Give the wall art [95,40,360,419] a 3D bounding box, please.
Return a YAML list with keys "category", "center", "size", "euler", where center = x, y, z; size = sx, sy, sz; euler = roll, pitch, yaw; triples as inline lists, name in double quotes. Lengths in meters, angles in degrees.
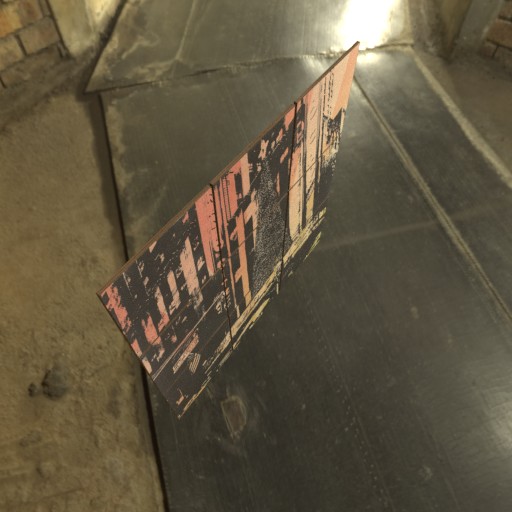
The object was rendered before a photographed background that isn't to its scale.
- category: "wall art"
  center: [0.000, 0.000, 1.340]
  size: [0.010, 0.917, 0.919]
  euler: [31, 62, 18]
